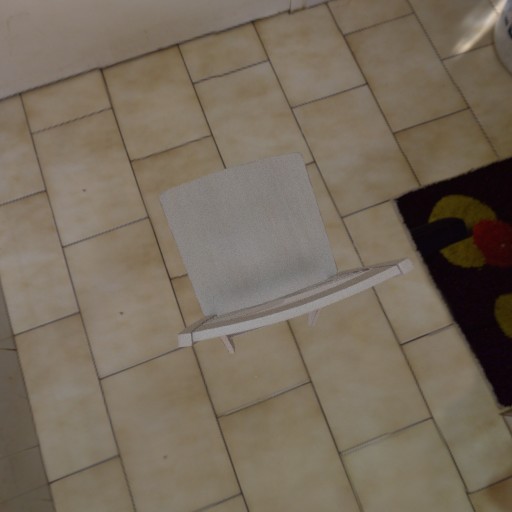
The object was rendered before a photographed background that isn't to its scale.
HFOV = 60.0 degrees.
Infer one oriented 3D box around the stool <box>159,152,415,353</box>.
[{"bbox_3d":[0.000,0.000,1.394,0.462,1.079,0.539,-18,76,-5],"label":"stool"}]
